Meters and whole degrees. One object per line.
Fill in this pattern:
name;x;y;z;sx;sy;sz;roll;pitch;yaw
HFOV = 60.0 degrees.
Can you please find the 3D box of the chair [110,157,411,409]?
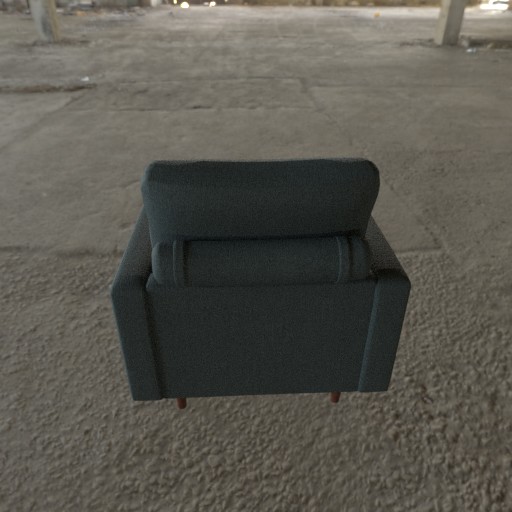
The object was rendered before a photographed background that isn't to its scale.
chair;0.000;0.000;1.566;0.821;0.880;0.843;-1;32;-2
